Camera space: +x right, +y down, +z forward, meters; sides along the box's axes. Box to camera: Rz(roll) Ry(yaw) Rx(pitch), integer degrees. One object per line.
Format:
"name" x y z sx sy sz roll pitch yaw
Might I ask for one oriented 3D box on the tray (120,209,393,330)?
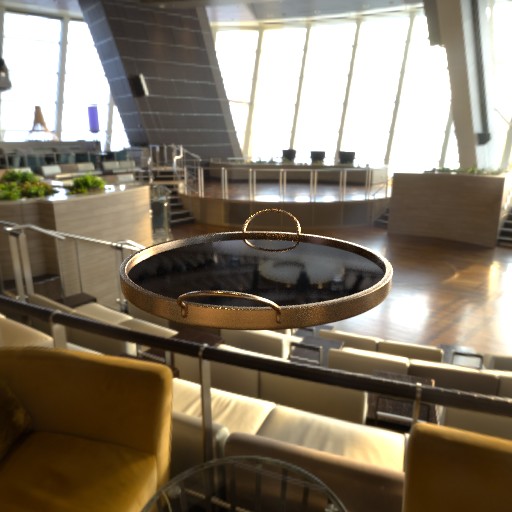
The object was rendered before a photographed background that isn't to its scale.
"tray" 0.000 0.000 0.740 0.438 0.069 0.543 2 16 8
